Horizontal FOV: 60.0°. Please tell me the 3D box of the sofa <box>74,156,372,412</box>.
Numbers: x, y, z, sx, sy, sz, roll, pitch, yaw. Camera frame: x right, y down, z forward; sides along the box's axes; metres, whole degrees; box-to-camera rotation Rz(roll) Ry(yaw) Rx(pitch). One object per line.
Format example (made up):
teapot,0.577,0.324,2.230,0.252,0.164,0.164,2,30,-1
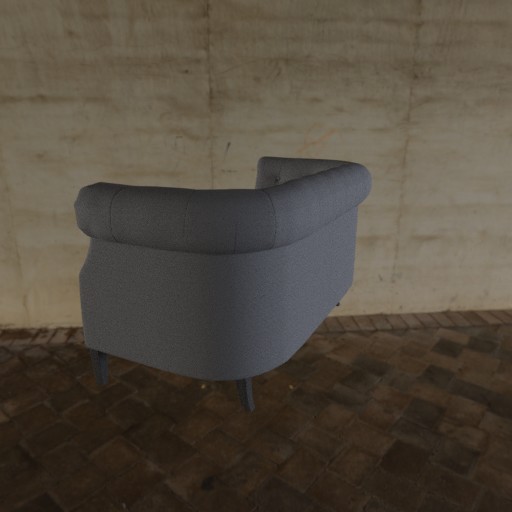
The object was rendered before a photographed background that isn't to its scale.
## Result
sofa,0.000,0.000,2.107,0.835,0.827,1.558,8,19,26
